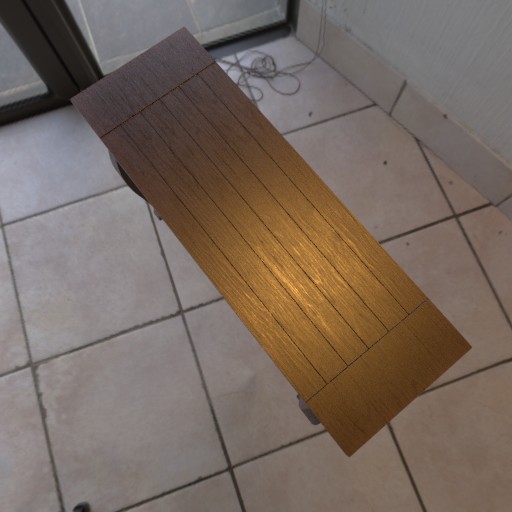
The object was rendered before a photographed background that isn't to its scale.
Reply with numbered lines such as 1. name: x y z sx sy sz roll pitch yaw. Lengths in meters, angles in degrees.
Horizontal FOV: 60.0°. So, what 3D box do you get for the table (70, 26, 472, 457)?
1. table: 0.000 0.000 1.409 0.373 0.768 1.062 -37 78 -9
